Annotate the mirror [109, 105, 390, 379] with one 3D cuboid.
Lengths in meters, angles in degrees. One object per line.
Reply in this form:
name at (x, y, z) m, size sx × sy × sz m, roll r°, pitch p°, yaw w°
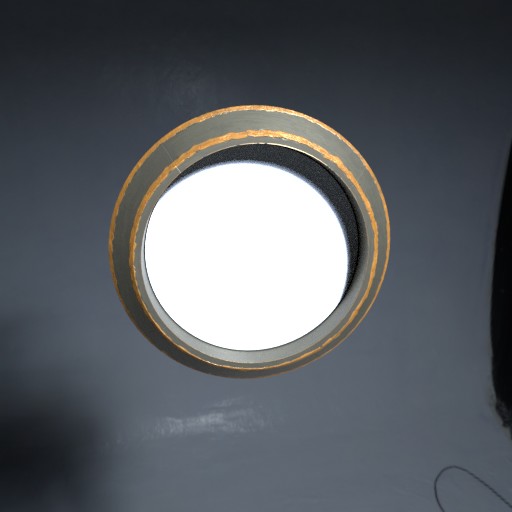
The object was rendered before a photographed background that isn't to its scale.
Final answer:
mirror at (0.000, 0.000, 1.406) m, size 0.907 × 0.907 × 0.111 m, roll -2°, pitch 17°, yaw -7°
